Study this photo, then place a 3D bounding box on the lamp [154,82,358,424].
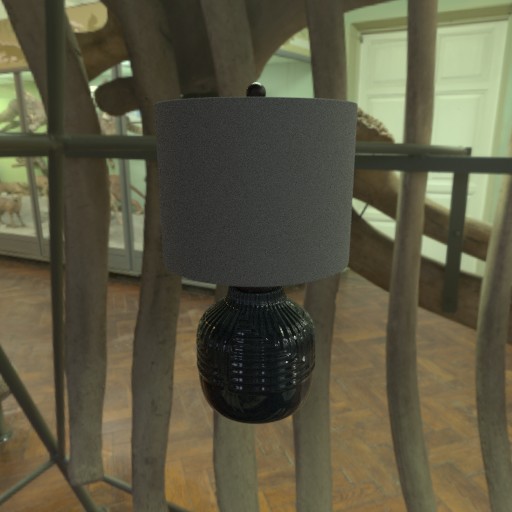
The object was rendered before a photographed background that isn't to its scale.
[{"bbox_3d":[0.000,0.000,0.774,0.318,0.567,0.318,0,15,0],"label":"lamp"}]
